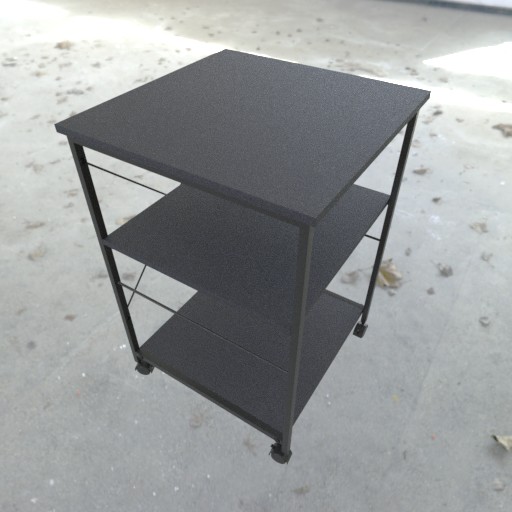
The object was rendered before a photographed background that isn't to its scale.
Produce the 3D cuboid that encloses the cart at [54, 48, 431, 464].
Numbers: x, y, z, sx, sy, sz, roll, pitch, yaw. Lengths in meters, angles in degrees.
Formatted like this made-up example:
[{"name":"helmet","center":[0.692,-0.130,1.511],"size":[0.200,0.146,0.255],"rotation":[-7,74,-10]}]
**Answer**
[{"name":"cart","center":[0.000,0.000,1.099],"size":[0.520,0.762,0.521],"rotation":[23,46,24]}]
